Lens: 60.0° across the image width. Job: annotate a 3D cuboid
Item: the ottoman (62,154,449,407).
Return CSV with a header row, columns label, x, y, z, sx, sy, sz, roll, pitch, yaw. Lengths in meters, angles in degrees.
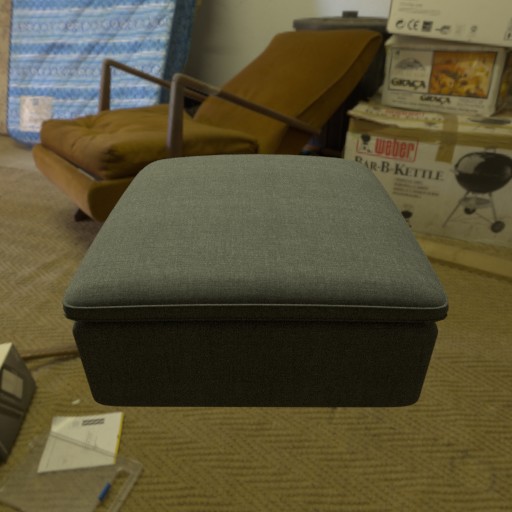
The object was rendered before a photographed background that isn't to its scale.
label,x,y,z,sx,sy,sz,roll,pitch,yaw
ottoman,0.000,0.000,1.700,1.067,0.559,1.067,0,32,0
